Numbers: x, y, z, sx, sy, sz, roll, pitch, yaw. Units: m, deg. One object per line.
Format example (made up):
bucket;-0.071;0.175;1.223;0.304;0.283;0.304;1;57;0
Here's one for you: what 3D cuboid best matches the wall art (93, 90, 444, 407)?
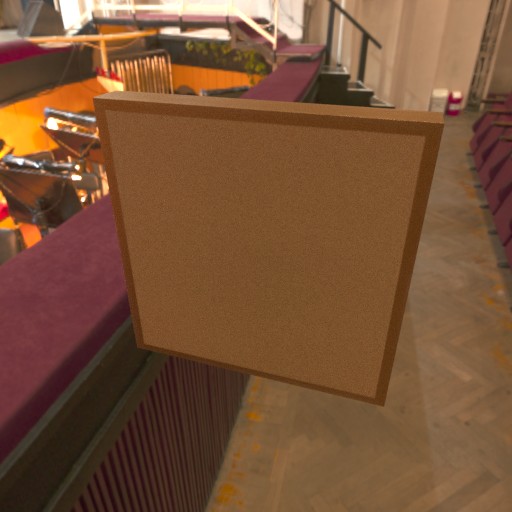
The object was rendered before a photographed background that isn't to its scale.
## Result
wall art;0.000;0.000;0.461;0.306;0.305;0.038;9;32;15
